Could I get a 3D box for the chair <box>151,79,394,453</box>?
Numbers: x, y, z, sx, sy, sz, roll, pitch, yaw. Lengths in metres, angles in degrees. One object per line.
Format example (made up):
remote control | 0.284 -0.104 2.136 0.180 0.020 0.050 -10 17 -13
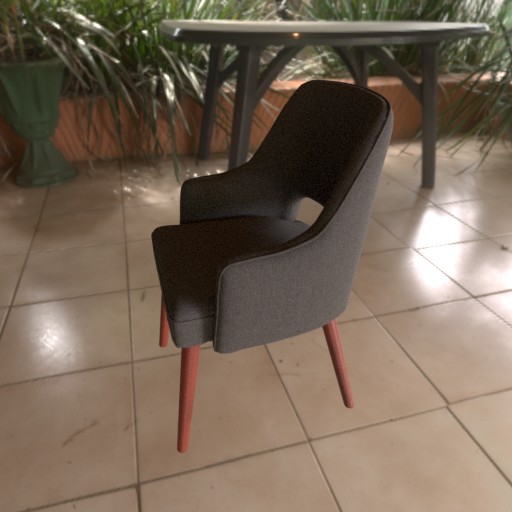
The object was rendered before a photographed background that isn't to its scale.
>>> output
chair | 0.000 0.000 1.196 0.560 0.838 0.559 -9 31 -15
